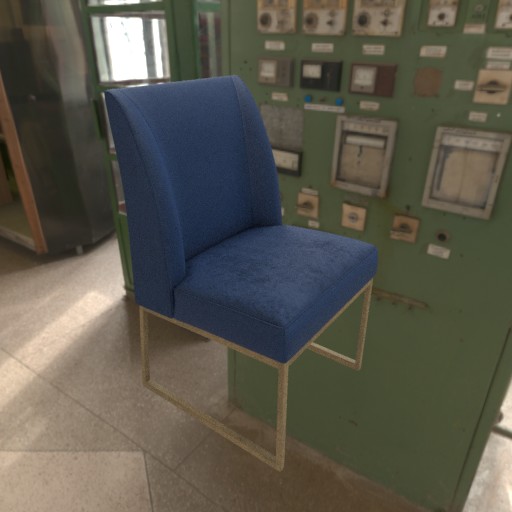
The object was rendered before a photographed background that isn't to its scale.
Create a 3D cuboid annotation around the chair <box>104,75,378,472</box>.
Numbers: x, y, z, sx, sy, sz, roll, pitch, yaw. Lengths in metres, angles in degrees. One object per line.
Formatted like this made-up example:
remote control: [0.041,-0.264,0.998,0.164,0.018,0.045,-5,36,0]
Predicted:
chair: [0.000,0.000,1.207,0.522,0.863,0.508,19,32,32]
